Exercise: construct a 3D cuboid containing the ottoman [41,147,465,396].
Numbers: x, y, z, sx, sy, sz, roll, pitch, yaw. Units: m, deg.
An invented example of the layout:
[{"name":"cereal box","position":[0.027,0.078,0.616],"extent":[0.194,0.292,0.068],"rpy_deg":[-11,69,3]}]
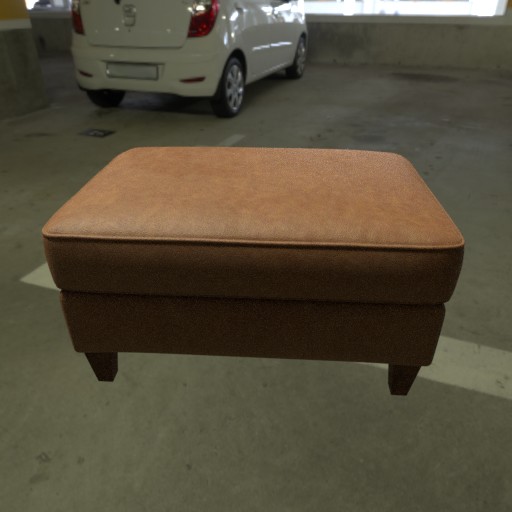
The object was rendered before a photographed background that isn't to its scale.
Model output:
[{"name":"ottoman","position":[0.000,0.000,1.180],"extent":[0.864,0.483,0.584],"rpy_deg":[2,31,3]}]
